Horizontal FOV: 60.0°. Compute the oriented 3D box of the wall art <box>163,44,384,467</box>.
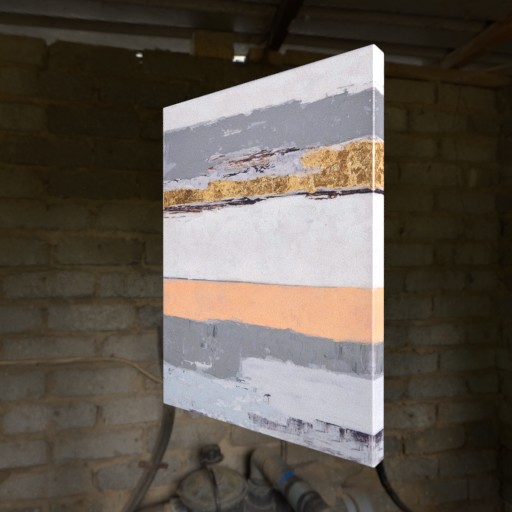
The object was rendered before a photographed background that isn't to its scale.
[{"bbox_3d":[0.000,0.000,0.788,0.456,0.609,0.038,0,0,38],"label":"wall art"}]
